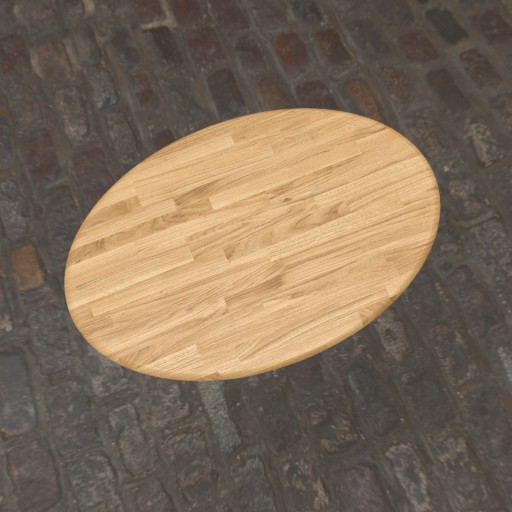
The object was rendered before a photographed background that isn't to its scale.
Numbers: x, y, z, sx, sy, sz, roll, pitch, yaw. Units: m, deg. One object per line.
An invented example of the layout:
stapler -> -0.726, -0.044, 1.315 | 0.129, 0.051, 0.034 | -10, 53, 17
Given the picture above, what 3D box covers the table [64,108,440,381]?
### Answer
table -> 0.000, 0.000, 1.394 | 1.040, 0.490, 0.690 | -22, 76, -6
